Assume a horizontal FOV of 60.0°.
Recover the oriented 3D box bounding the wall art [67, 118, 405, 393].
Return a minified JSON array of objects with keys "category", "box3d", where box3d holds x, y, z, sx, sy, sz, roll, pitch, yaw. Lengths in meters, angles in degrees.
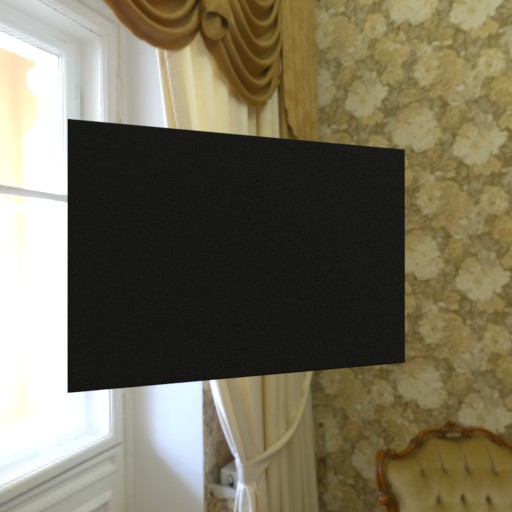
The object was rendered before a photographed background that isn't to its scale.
[{"category":"wall art","box3d":[0.000,0.000,1.229,0.964,0.659,0.049,0,0,-17]}]
